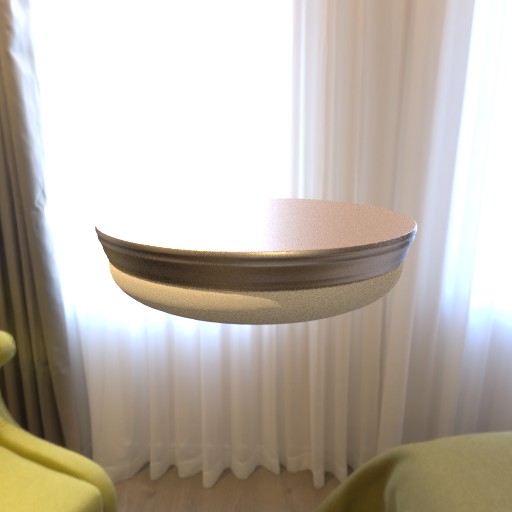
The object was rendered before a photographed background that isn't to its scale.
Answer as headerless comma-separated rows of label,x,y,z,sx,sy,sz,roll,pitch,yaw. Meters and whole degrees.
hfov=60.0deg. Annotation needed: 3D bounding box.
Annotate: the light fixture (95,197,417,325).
light fixture,0.000,0.000,0.547,0.368,0.100,0.368,0,14,0
